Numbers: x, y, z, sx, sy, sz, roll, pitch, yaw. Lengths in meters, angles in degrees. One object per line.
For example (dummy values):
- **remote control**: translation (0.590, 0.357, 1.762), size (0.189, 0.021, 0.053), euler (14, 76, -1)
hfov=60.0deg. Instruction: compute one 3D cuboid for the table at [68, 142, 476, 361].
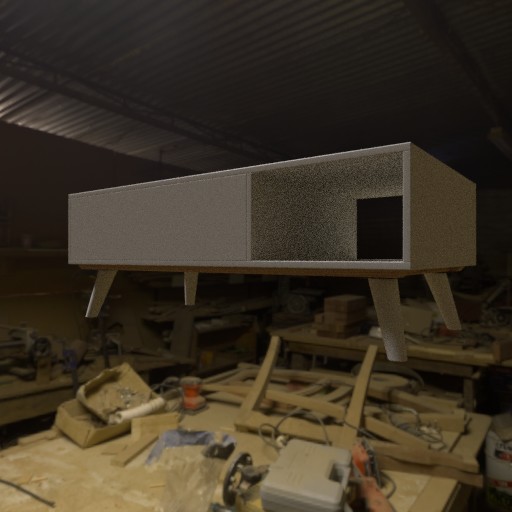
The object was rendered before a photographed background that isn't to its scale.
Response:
- **table**: translation (0.000, 0.000, 1.445), size (1.194, 0.432, 0.609), euler (0, 0, 37)
